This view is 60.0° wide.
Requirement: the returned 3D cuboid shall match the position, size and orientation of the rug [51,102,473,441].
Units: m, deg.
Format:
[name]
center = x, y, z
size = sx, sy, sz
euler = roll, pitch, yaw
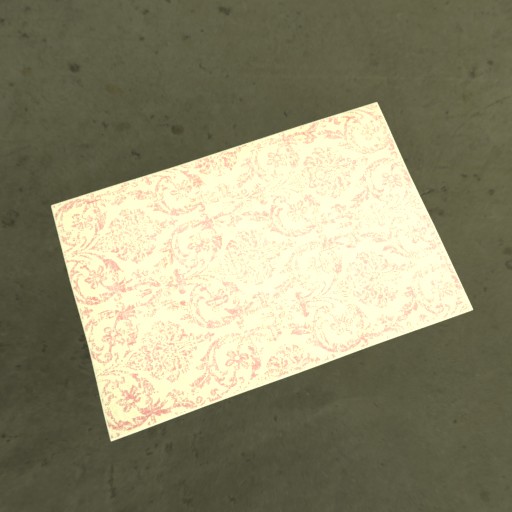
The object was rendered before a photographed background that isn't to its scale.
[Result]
[rug]
center = 0.000, 0.000, 3.351
size = 2.746, 0.018, 1.819
euler = -19, 77, -4
